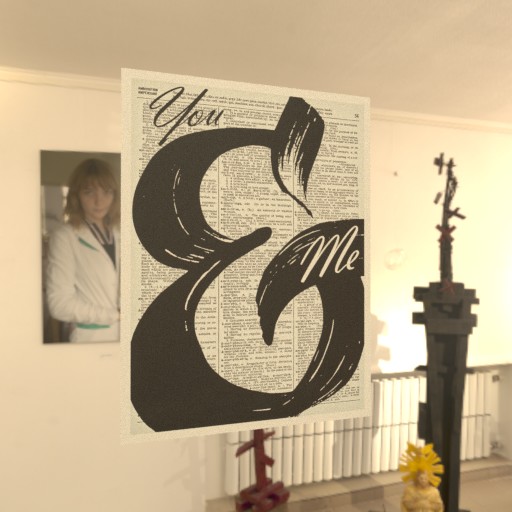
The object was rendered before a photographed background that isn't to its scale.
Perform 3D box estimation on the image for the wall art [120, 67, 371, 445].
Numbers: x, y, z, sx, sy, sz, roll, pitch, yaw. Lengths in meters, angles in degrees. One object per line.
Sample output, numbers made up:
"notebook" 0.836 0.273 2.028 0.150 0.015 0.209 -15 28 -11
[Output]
"wall art" 0.000 0.000 0.783 0.457 0.609 0.003 0 -1 -17
